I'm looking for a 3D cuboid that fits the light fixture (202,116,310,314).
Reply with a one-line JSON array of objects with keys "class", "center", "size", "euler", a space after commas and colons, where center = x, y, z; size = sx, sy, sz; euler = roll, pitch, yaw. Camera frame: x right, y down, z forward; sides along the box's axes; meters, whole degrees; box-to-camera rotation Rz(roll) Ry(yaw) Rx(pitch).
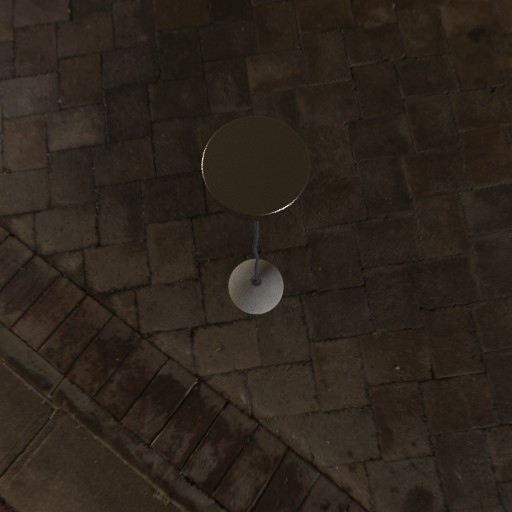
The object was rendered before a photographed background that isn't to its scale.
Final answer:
[{"class": "light fixture", "center": [0.000, 0.000, 0.821], "size": [0.139, 0.764, 0.139], "euler": [-21, 77, -5]}]
